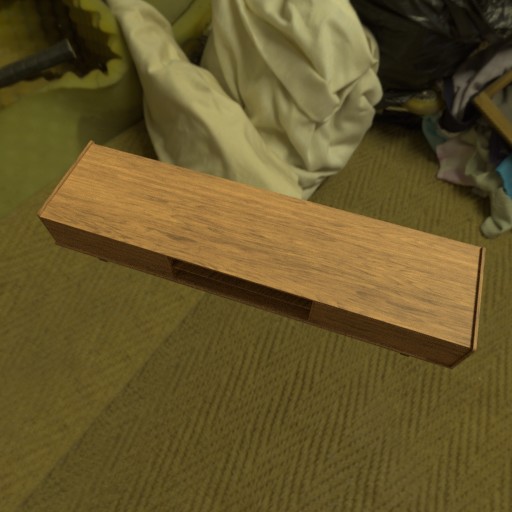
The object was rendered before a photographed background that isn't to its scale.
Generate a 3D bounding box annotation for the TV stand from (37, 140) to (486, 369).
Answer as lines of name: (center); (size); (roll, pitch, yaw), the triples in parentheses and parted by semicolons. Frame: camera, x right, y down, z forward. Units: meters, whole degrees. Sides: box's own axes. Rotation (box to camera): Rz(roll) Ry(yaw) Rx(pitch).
TV stand: (0.000, 0.000, 1.997); (1.796, 0.415, 0.467); (16, 61, 10)
